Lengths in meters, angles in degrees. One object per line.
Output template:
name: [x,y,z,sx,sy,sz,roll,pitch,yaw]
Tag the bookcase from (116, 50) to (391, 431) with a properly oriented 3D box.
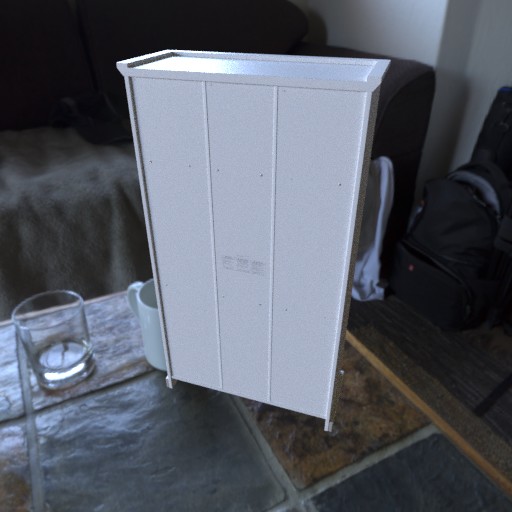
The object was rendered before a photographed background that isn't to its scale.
bookcase: [0.000,0.000,2.315,1.050,1.880,0.432,10,33,16]
